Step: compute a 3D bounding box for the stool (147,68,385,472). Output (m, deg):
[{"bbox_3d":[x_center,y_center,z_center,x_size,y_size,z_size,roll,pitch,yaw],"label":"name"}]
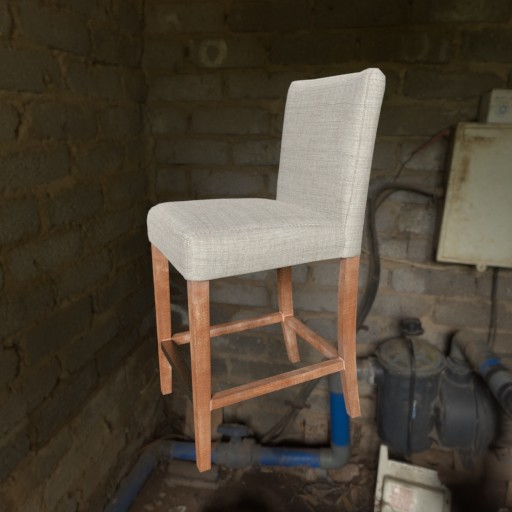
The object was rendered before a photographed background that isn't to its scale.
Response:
[{"bbox_3d":[0.000,0.000,1.341,0.567,1.039,0.454,-8,18,-24],"label":"stool"}]
